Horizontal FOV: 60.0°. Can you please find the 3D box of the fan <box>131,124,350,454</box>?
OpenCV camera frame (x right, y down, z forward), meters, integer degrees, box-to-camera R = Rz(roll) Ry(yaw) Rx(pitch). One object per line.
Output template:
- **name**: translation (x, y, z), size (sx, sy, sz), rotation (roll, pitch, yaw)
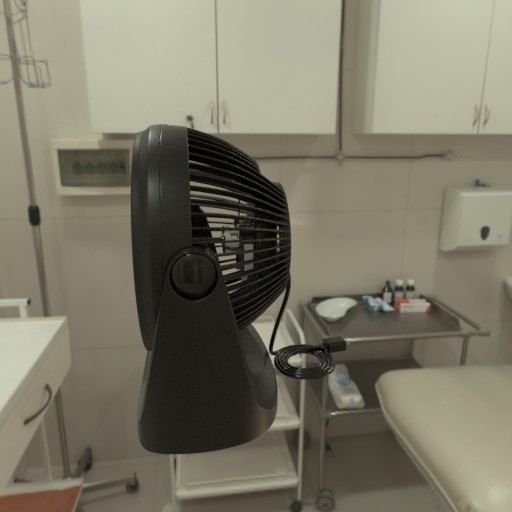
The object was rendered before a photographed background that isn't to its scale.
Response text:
- **fan**: translation (0.000, 0.000, 0.488), size (0.256, 0.277, 0.273), rotation (-2, 15, -8)
